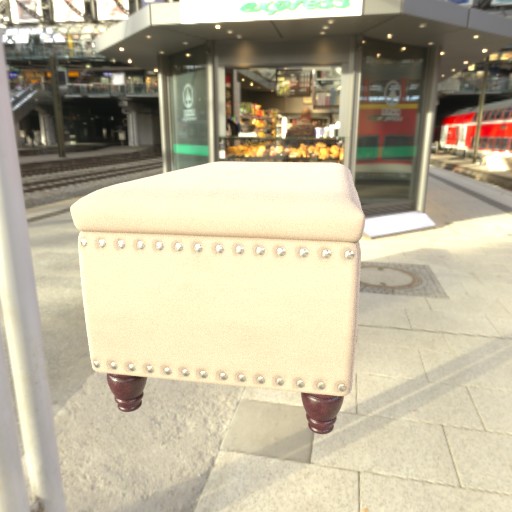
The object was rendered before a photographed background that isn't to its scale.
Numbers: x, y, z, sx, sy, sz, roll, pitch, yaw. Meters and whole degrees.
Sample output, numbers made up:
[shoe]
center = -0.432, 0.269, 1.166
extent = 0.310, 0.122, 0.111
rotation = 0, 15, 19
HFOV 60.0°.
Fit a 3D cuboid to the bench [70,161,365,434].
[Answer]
[bench]
center = 0.000, 0.000, 1.190
extent = 0.500, 0.449, 0.887
rotation = 3, 16, 10
